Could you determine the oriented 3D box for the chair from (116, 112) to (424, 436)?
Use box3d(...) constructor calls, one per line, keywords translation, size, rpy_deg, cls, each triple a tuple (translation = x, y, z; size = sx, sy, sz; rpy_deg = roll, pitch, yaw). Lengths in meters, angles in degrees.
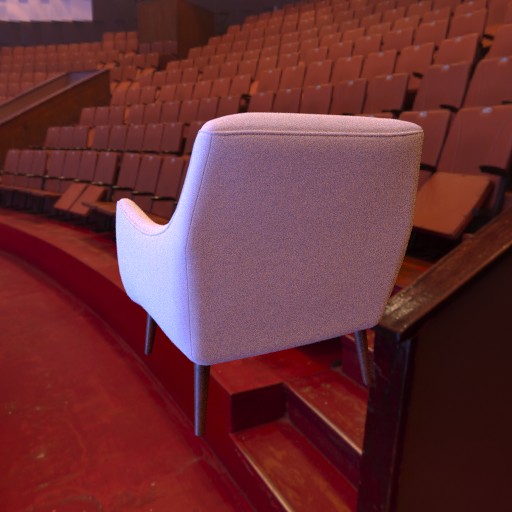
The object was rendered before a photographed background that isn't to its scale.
box3d(translation=(0.000, 0.000, 1.446), size=(0.762, 0.838, 0.787), rpy_deg=(-7, 15, -27), cls="chair")
